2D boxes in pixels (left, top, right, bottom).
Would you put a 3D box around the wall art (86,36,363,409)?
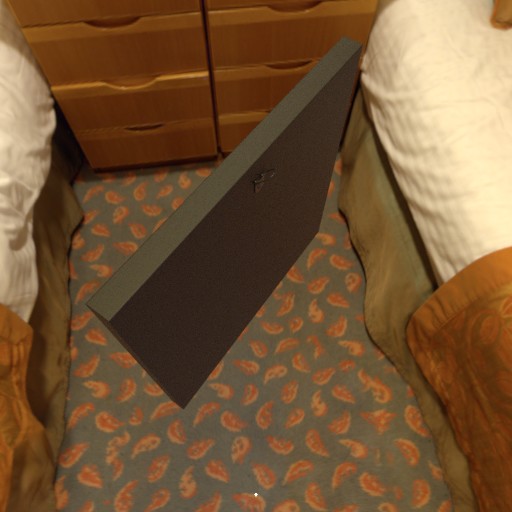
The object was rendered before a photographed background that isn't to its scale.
[{"bbox_3d":[0.000,0.000,0.519,0.038,0.349,0.349,32,66,16],"label":"wall art"}]
